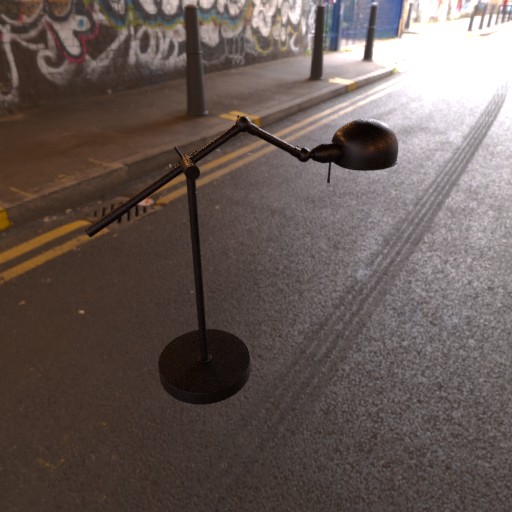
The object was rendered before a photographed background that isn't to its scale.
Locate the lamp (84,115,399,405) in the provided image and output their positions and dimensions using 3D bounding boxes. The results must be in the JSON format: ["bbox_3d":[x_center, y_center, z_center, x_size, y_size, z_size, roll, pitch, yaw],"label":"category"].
[{"bbox_3d":[0.000,0.000,0.817,0.567,0.495,0.185,-10,31,-16],"label":"lamp"}]
